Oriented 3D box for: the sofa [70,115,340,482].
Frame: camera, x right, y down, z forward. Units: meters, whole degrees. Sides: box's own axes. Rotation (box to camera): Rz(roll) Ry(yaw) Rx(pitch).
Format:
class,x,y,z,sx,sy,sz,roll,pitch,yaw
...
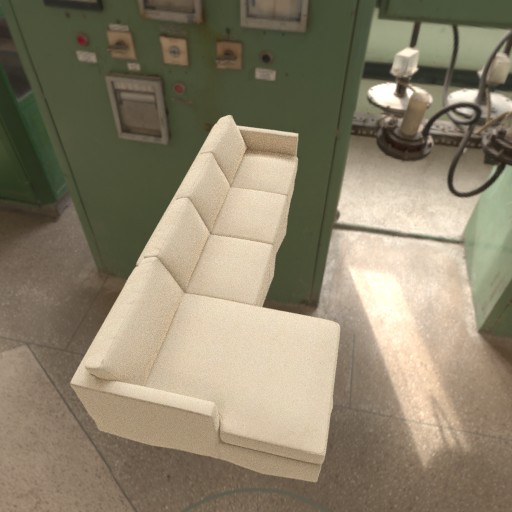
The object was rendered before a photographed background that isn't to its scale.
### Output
class,x,y,z,sx,sy,sz,roll,pitch,yaw
sofa,0.000,0.000,3.845,1.650,0.922,3.205,9,47,9
